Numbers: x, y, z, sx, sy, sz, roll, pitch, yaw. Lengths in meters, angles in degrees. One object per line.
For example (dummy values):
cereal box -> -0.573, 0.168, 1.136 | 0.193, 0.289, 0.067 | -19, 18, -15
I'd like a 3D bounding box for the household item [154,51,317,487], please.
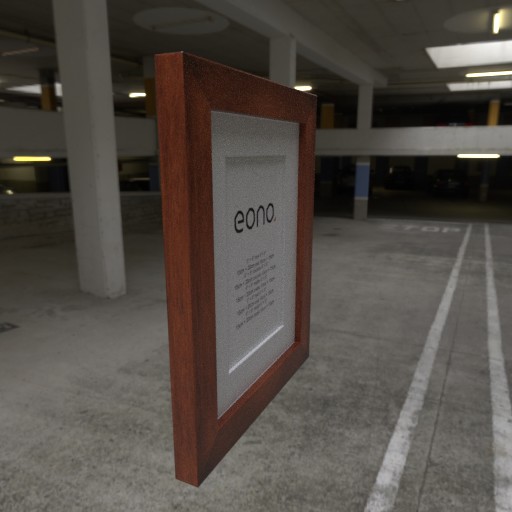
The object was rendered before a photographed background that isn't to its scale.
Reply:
household item -> 0.000, 0.000, 0.337 | 0.020, 0.250, 0.200 | 7, 15, 26
